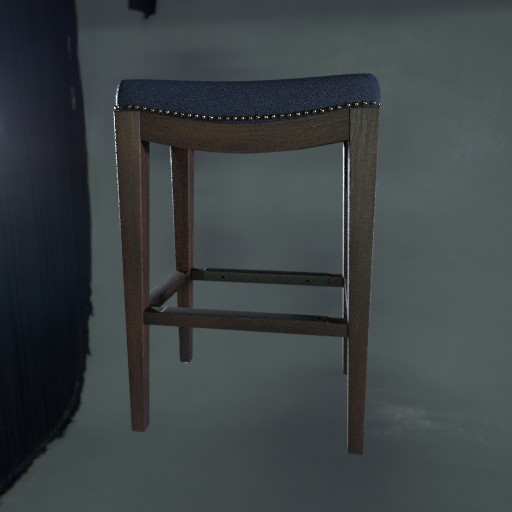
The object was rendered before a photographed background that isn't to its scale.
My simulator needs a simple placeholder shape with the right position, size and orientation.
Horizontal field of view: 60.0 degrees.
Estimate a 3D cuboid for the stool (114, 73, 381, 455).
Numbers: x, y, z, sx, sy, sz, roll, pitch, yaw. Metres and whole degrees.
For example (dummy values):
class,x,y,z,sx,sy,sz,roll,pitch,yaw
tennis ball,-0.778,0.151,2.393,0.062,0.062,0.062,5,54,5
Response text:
class,x,y,z,sx,sy,sz,roll,pitch,yaw
stool,0.000,0.000,1.024,0.498,0.740,0.358,2,14,9
